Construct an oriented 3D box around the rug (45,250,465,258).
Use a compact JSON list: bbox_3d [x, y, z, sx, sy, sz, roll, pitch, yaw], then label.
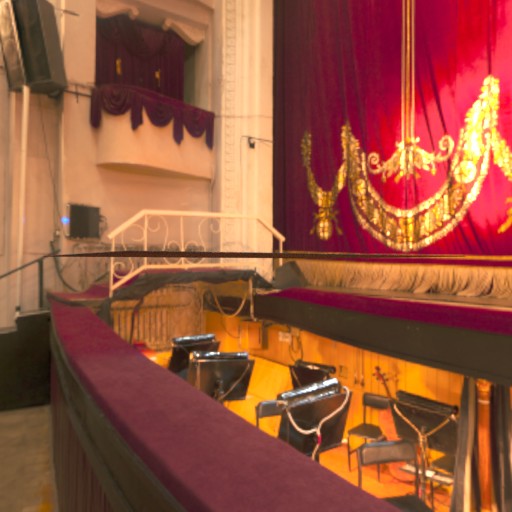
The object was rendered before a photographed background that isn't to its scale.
[{"bbox_3d":[0.000,0.000,3.688,2.896,0.013,2.007,1,-1,-35],"label":"rug"}]
